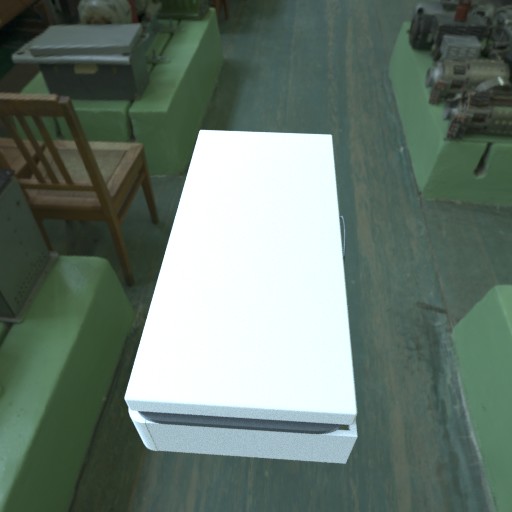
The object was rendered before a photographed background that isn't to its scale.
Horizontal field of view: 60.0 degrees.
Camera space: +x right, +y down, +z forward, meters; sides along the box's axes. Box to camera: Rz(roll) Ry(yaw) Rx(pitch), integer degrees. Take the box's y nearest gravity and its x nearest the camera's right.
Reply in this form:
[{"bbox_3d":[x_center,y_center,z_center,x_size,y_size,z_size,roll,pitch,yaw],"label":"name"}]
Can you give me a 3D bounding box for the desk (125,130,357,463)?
[{"bbox_3d":[0.000,0.000,2.379,0.900,0.526,1.900,3,47,3],"label":"desk"}]
